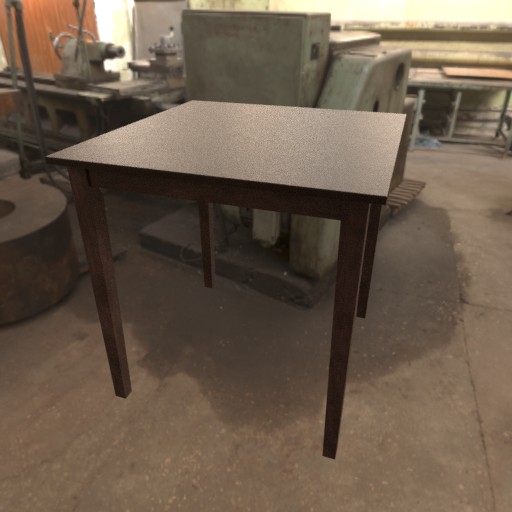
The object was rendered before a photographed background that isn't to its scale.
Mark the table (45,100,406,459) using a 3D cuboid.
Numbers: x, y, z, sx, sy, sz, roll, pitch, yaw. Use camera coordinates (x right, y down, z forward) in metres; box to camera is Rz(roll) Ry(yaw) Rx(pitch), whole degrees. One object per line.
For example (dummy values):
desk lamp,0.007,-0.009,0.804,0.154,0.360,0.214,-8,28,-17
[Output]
table,0.000,0.000,1.387,0.749,0.770,0.749,10,30,17
